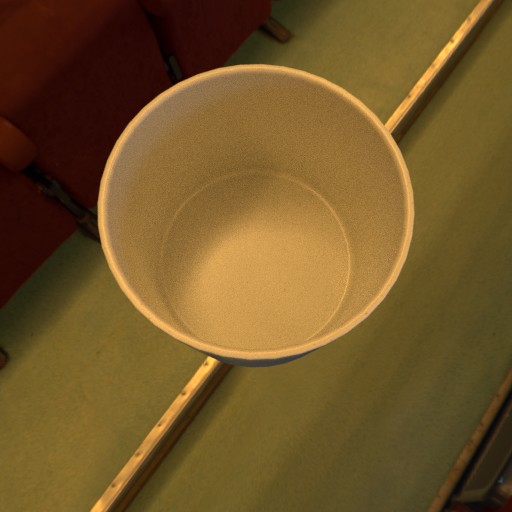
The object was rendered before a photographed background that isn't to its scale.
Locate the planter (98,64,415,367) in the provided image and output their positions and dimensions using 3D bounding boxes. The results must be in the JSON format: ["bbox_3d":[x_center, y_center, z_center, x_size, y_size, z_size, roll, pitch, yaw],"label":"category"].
[{"bbox_3d":[0.000,0.000,0.395,0.192,0.263,0.192,0,74,0],"label":"planter"}]
